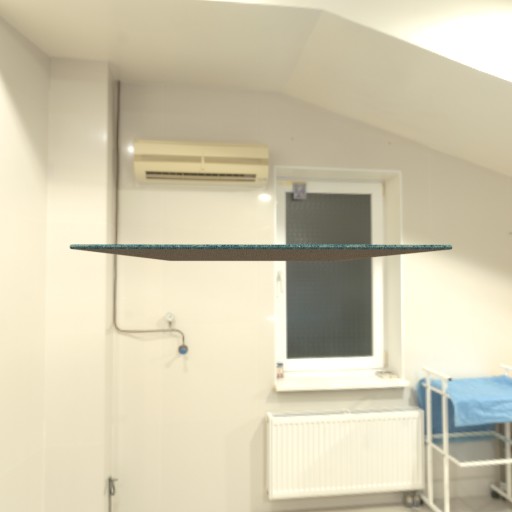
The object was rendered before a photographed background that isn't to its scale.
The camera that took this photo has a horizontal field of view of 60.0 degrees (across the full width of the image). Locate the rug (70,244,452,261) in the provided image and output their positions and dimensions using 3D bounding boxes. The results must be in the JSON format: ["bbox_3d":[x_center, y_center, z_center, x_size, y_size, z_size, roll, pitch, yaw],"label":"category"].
[{"bbox_3d":[0.000,0.000,2.318,1.219,0.016,1.829,0,-2,-1],"label":"rug"}]
